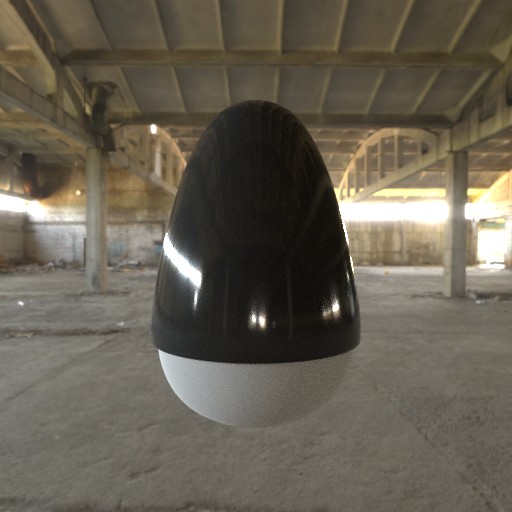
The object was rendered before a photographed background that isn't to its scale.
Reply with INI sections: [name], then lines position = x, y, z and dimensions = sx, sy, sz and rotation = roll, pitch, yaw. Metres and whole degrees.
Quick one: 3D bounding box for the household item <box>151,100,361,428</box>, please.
[household item]
position = 0.000, 0.000, 0.222
dimensions = 0.102, 0.152, 0.104
rotation = 0, 1, 0
